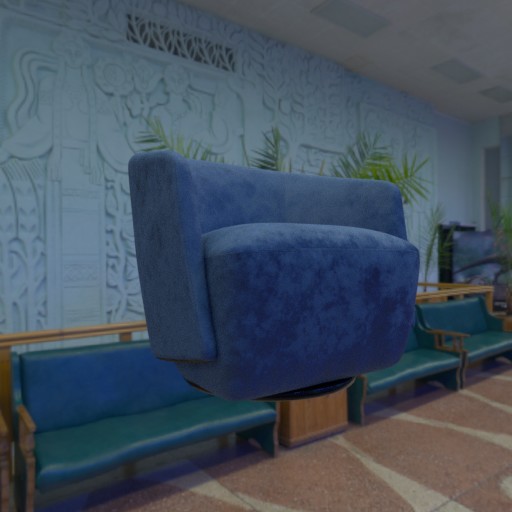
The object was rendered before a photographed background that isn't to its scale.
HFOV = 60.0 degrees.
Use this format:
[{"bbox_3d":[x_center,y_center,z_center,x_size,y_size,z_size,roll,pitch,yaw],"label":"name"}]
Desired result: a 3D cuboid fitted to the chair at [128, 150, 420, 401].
[{"bbox_3d":[0.000,0.000,1.367,0.773,0.698,0.767,0,1,-35],"label":"chair"}]
